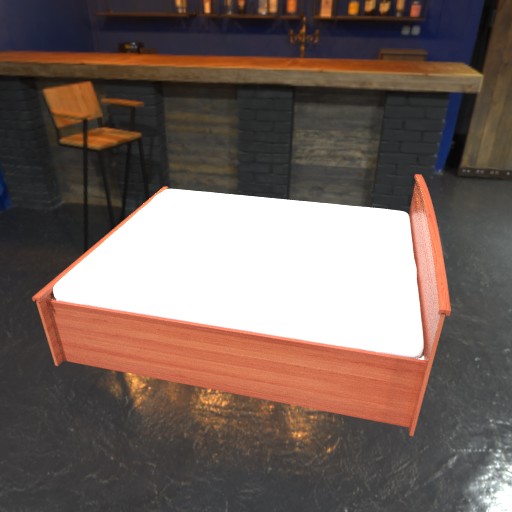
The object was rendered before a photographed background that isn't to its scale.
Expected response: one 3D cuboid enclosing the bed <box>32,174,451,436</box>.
[{"bbox_3d":[0.000,0.000,2.901,2.053,0.848,1.683,7,31,12],"label":"bed"}]
